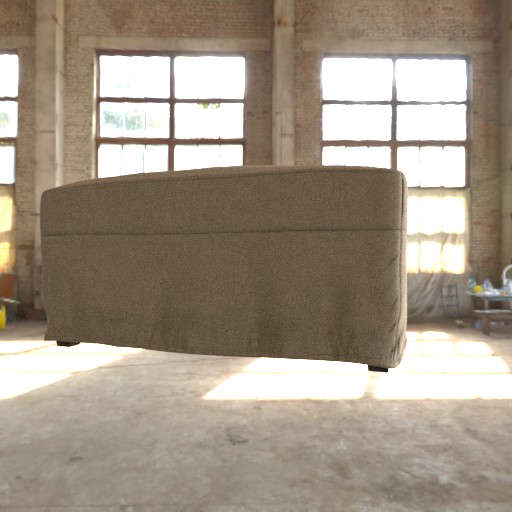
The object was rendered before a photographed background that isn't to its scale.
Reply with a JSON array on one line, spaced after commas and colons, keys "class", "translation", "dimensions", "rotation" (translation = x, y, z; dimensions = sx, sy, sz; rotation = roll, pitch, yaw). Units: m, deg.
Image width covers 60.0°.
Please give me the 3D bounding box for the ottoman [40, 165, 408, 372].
[{"class": "ottoman", "translation": [0.000, 0.000, 1.306], "dimensions": [0.843, 0.436, 0.840], "rotation": [0, 0, 18]}]
